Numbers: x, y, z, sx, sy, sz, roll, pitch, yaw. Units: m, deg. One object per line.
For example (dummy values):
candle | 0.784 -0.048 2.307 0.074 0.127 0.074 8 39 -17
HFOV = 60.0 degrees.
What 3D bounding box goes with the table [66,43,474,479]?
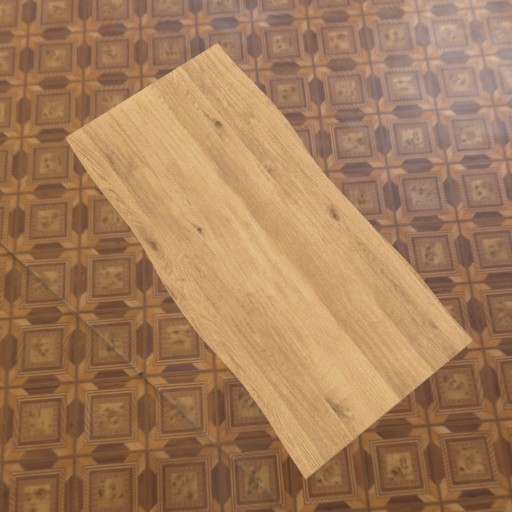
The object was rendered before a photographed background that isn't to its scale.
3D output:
table | 0.000 0.000 2.296 0.900 0.780 1.800 -36 78 -8
